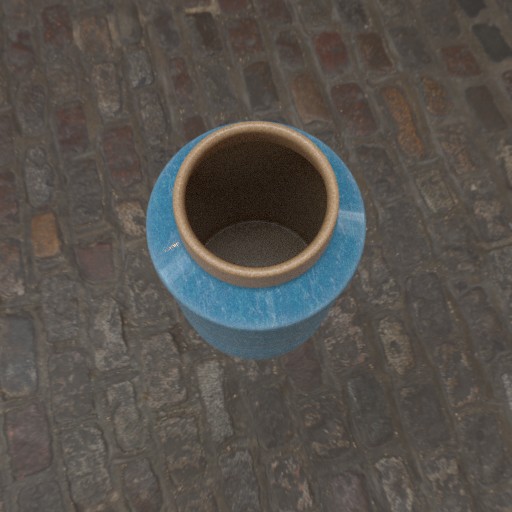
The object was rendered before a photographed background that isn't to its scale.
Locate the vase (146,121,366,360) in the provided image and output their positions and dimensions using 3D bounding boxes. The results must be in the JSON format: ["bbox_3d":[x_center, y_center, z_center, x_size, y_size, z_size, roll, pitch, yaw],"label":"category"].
[{"bbox_3d":[0.000,0.000,0.367,0.163,0.267,0.163,0,76,0],"label":"vase"}]
